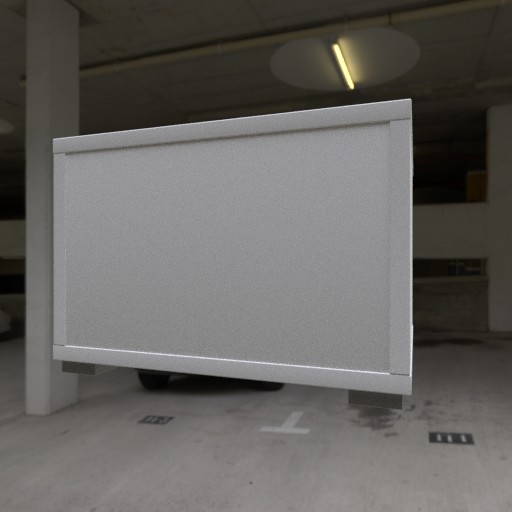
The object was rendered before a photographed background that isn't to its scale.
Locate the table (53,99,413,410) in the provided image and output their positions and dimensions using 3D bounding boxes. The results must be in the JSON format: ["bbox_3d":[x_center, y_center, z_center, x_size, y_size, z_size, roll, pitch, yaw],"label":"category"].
[{"bbox_3d":[0.000,0.000,0.777,0.517,0.357,0.399,0,0,20],"label":"table"}]
